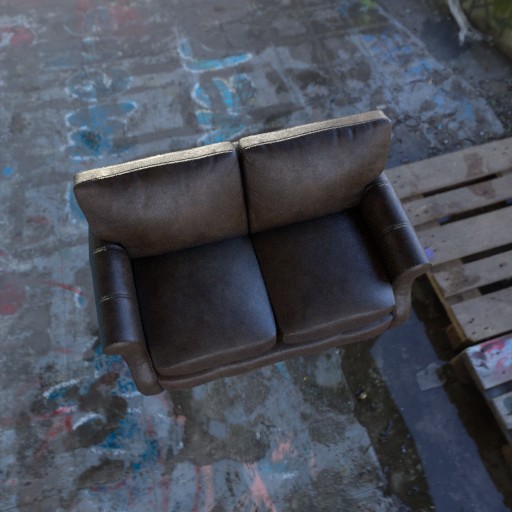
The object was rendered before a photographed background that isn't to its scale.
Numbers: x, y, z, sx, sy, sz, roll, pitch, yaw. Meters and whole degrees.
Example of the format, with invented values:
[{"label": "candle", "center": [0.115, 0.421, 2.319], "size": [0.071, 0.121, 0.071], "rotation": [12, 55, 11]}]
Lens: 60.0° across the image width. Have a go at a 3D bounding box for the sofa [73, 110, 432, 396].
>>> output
[{"label": "sofa", "center": [0.000, 0.000, 2.291], "size": [1.616, 0.976, 0.990], "rotation": [-14, 63, -7]}]
